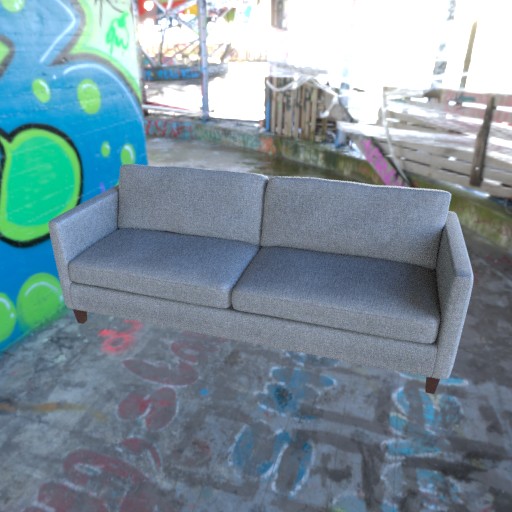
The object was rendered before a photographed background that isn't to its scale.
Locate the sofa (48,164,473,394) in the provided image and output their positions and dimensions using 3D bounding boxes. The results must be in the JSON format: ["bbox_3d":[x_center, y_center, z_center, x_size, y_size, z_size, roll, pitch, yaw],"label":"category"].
[{"bbox_3d":[0.000,0.000,2.885,2.434,0.951,0.948,8,27,15],"label":"sofa"}]
